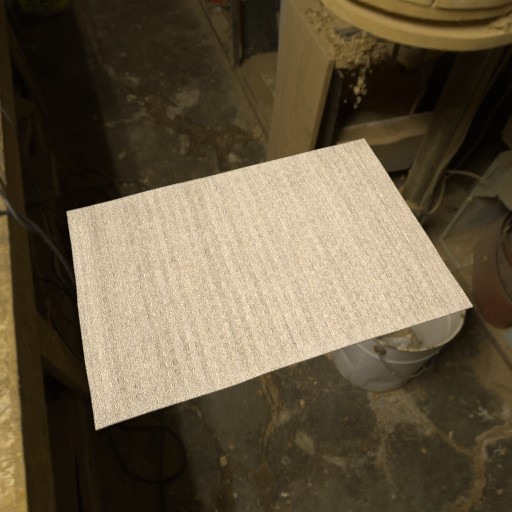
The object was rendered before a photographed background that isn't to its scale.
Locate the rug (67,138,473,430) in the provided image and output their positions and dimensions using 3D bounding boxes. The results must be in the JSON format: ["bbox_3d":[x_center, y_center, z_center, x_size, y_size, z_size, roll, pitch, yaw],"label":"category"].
[{"bbox_3d":[0.000,0.000,2.908,2.297,0.018,1.532,-16,59,-10],"label":"rug"}]
